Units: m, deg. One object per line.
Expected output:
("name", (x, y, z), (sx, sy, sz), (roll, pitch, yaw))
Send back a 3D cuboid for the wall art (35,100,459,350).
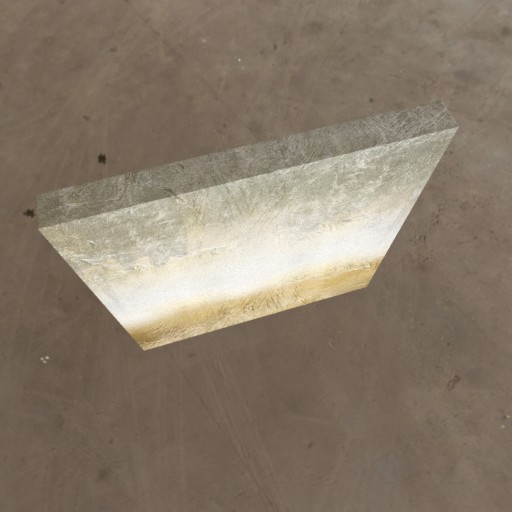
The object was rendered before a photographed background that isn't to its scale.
("wall art", (0.000, 0.000, 0.600), (0.405, 0.407, 0.038), (-15, 64, -7))
